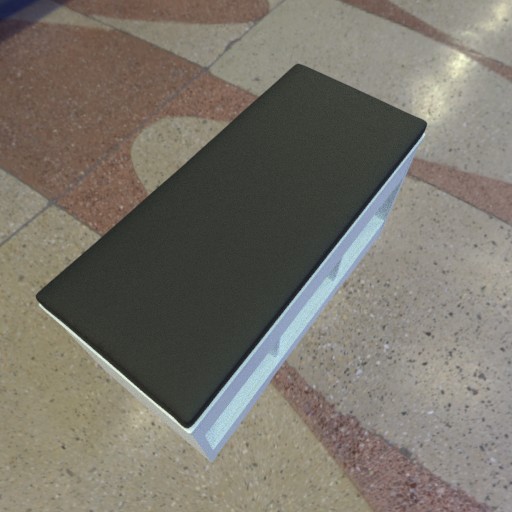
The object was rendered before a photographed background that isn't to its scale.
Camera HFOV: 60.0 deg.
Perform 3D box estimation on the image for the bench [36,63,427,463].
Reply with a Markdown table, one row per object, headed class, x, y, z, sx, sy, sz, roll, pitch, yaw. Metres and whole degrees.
| class | x | y | z | sx | sy | sz | roll | pitch | yaw |
| --- | --- | --- | --- | --- | --- | --- | --- | --- | --- |
| bench | 0.000 | 0.000 | 1.174 | 0.401 | 0.500 | 0.899 | 33 | 64 | 18 |
